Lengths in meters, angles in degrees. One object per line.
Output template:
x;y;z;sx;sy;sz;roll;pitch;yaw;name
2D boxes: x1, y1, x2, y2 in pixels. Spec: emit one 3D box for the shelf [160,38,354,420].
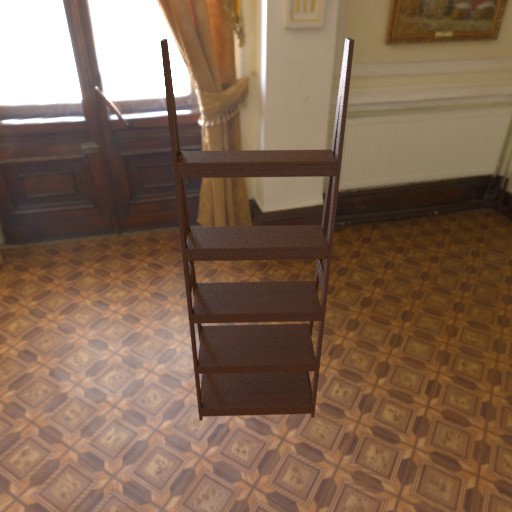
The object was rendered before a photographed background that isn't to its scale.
0.000;0.000;1.970;0.600;1.770;0.350;-1;32;-2;shelf
